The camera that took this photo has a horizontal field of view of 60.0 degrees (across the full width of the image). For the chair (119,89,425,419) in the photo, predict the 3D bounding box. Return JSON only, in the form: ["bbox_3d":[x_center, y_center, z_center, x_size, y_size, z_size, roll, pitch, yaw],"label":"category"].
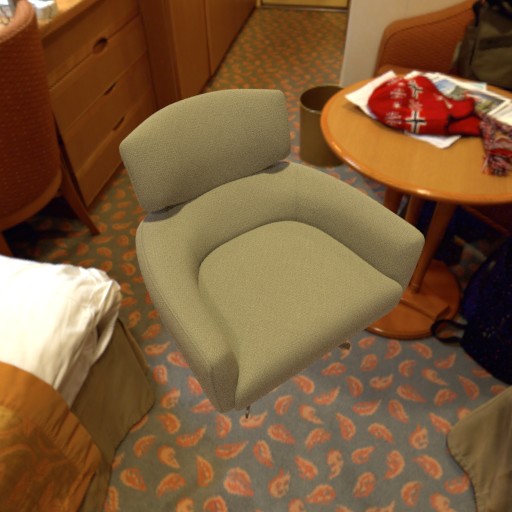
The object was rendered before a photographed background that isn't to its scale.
[{"bbox_3d":[0.000,0.000,1.431,0.760,0.810,0.730,-27,51,-24],"label":"chair"}]
